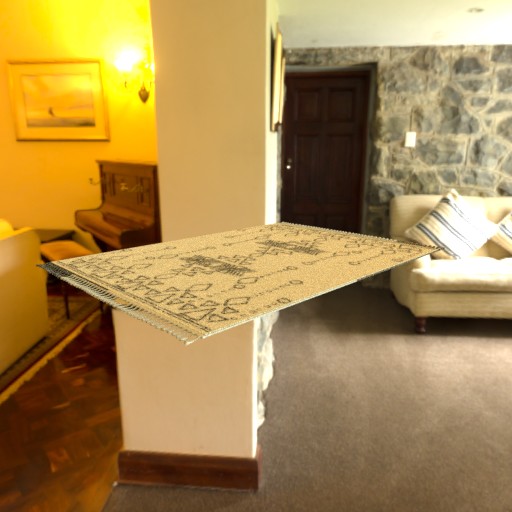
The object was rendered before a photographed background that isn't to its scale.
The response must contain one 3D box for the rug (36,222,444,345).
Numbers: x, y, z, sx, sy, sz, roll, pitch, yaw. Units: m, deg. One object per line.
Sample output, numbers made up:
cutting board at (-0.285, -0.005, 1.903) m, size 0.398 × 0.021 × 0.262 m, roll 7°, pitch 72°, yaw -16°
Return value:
rug at (0.000, 0.000, 3.009) m, size 2.312 × 0.013 × 1.600 m, roll -13°, pitch 19°, yaw -43°
